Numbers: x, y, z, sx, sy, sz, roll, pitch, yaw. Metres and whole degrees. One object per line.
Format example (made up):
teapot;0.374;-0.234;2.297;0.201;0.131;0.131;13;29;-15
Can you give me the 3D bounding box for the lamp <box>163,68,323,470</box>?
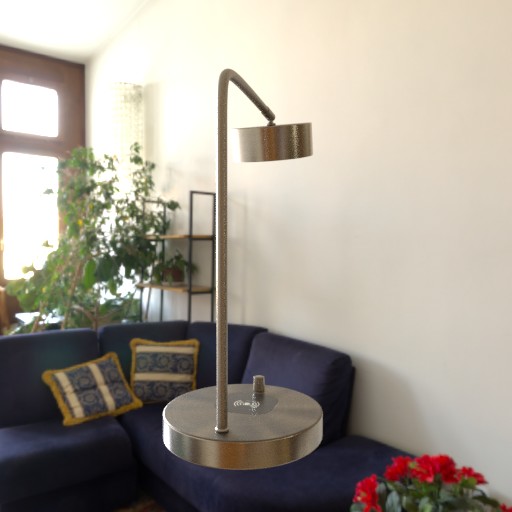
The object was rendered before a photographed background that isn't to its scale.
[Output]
lamp;0.000;0.000;0.650;0.211;0.469;0.334;0;1;16
